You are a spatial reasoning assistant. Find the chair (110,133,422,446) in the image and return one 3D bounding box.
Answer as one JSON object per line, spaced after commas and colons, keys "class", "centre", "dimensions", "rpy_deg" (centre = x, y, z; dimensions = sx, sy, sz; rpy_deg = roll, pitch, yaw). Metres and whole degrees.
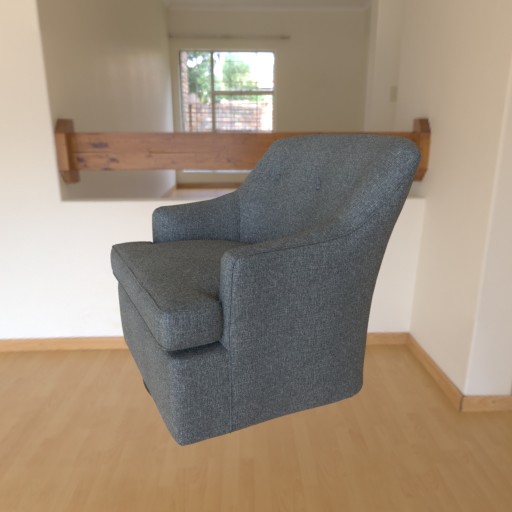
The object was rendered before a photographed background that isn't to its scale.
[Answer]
{"class": "chair", "centre": [0.000, 0.000, 1.612], "dimensions": [0.923, 0.856, 0.864], "rpy_deg": [-8, 17, -26]}
